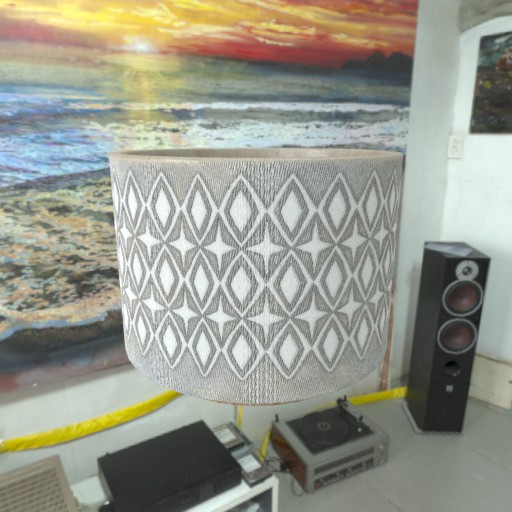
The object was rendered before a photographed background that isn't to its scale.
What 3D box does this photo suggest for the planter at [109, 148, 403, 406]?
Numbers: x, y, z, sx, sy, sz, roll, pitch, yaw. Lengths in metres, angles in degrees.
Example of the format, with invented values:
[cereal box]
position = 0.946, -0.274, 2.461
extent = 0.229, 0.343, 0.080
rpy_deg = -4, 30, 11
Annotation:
[planter]
position = 0.000, 0.000, 0.276
extent = 0.164, 0.127, 0.164
rpy_deg = 0, 15, 0
